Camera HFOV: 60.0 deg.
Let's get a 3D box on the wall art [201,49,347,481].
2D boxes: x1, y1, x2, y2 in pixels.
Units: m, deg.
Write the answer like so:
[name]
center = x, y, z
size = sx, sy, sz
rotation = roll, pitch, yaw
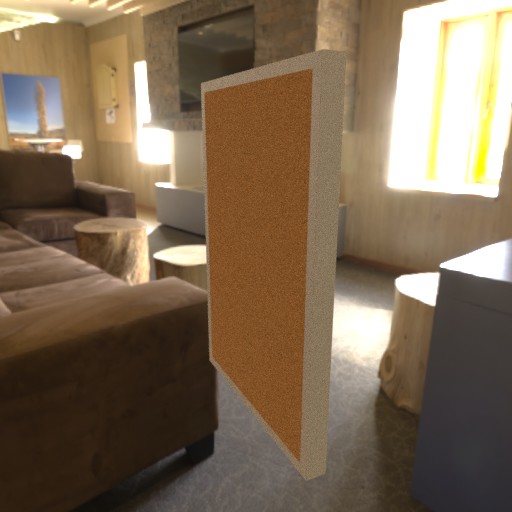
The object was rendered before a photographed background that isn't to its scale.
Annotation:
[wall art]
center = 0.000, 0.000, 0.848
size = 0.038, 0.657, 0.450
rotation = -8, 17, -25
